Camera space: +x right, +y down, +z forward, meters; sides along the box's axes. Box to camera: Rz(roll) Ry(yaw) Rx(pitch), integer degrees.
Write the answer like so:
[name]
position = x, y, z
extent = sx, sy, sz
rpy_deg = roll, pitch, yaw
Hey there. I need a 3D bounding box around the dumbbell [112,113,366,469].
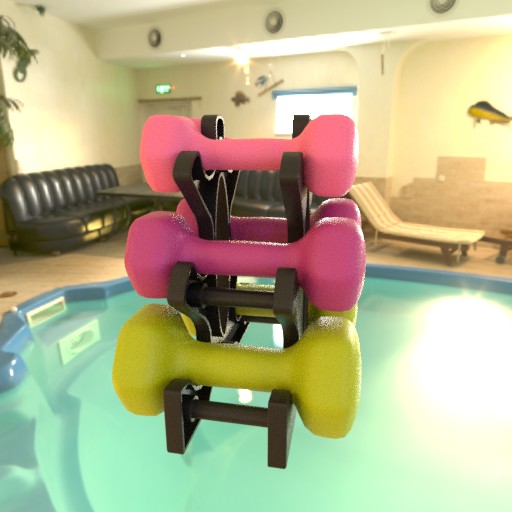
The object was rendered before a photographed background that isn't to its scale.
[dumbbell]
position = 0.000, 0.000, 0.429
extent = 0.203, 0.261, 0.257
rpy_deg = 3, 16, 11
